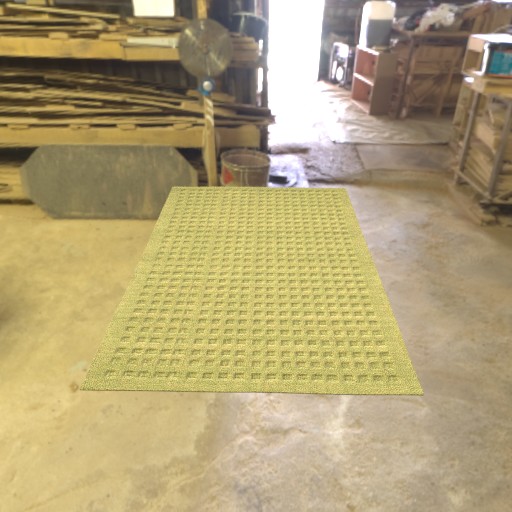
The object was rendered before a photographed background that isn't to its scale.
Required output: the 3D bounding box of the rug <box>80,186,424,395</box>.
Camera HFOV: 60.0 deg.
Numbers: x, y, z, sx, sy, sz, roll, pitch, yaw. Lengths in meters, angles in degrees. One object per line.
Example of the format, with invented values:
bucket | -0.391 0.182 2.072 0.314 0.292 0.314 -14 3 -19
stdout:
rug | 0.000 0.000 2.935 1.529 0.007 2.297 1 32 1
